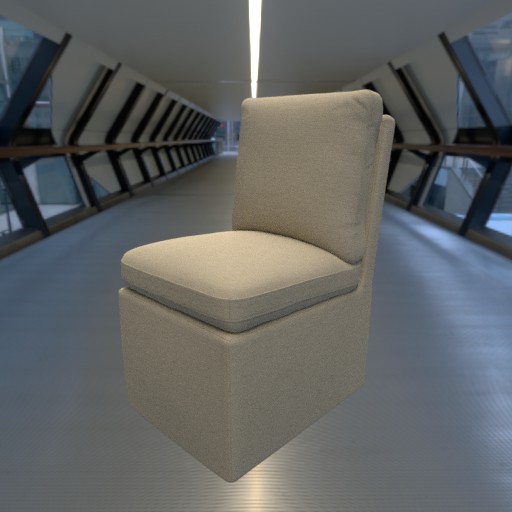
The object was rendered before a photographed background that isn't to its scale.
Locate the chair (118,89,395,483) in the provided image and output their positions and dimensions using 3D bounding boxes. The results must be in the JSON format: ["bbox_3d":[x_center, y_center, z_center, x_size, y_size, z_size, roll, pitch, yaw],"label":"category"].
[{"bbox_3d":[0.000,0.000,1.316,0.503,0.927,0.698,15,21,42],"label":"chair"}]
